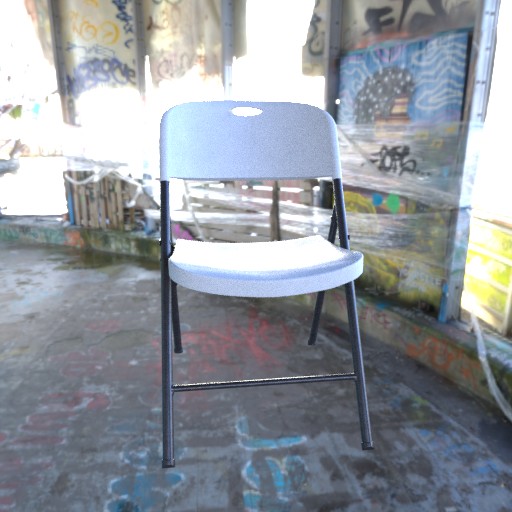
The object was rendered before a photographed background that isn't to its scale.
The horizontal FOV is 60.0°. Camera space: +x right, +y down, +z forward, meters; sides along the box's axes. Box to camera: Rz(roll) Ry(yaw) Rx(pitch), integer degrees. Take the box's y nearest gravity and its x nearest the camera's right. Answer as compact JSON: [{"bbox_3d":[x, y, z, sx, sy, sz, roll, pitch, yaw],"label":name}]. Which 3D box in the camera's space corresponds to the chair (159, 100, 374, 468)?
[{"bbox_3d":[0.000,0.000,1.168,0.494,0.810,0.566,-2,16,-7],"label":"chair"}]
